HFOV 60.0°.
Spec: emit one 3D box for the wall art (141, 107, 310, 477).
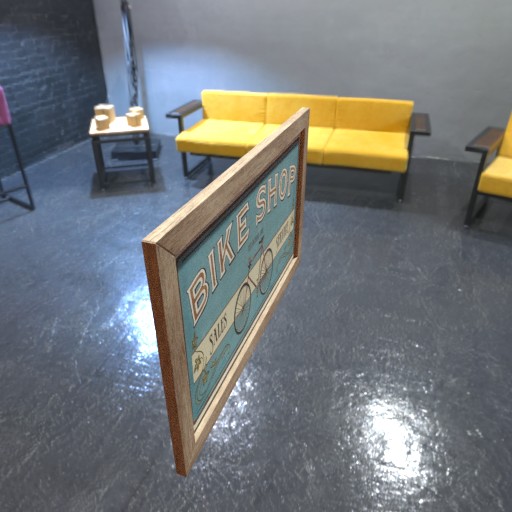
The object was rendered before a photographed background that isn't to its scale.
[{"bbox_3d":[0.000,0.000,0.985,0.021,0.480,0.780,11,33,17],"label":"wall art"}]
